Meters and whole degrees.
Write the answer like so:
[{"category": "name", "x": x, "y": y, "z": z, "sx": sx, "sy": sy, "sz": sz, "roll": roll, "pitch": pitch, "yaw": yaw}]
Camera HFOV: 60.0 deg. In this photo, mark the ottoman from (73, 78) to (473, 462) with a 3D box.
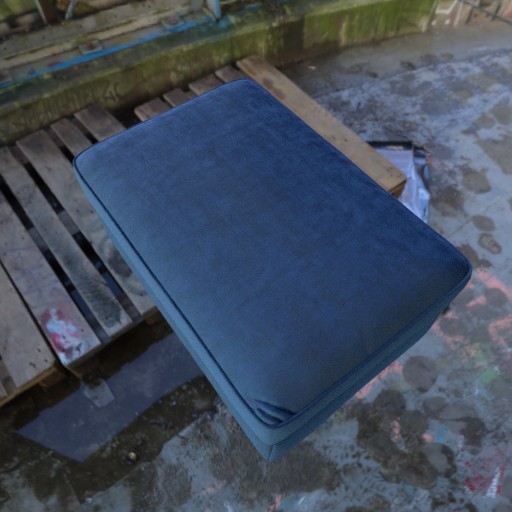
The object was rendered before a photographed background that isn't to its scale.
[{"category": "ottoman", "x": 0.000, "y": 0.000, "z": 1.203, "sx": 0.583, "sy": 0.484, "sz": 0.862, "roll": -32, "pitch": 63, "yaw": -19}]
